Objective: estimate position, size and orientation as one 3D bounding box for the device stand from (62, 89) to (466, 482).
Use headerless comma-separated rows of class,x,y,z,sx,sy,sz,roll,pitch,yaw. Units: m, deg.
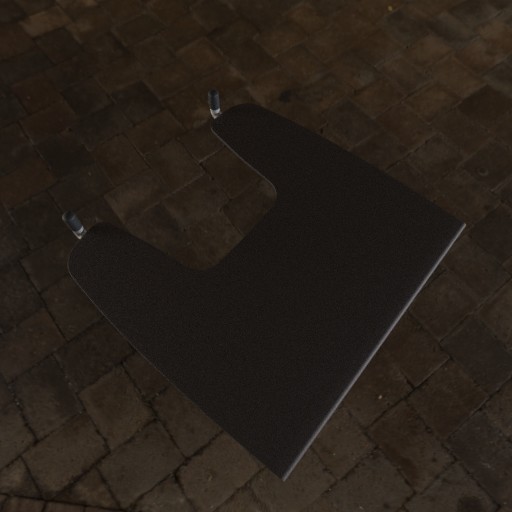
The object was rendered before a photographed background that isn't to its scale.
device stand,0.000,0.000,0.354,0.230,0.092,0.230,36,69,16
